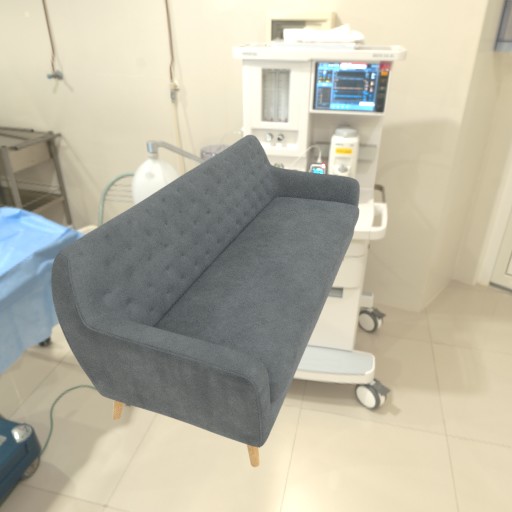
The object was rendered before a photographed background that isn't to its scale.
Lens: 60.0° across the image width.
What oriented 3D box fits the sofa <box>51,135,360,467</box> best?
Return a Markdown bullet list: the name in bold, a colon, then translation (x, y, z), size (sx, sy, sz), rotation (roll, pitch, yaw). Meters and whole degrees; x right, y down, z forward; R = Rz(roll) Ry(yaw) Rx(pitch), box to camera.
- **sofa**: translation (0.000, 0.000, 2.349), size (0.841, 0.832, 1.975), rotation (10, 31, 18)
